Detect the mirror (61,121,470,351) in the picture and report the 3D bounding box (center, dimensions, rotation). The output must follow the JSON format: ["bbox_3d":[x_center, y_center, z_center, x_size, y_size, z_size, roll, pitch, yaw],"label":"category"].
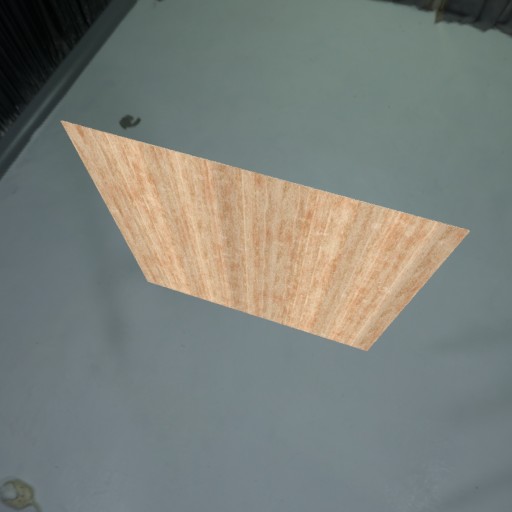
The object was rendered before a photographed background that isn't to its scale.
[{"bbox_3d":[0.000,0.000,0.970,0.651,0.651,0.047,17,64,8],"label":"mirror"}]
